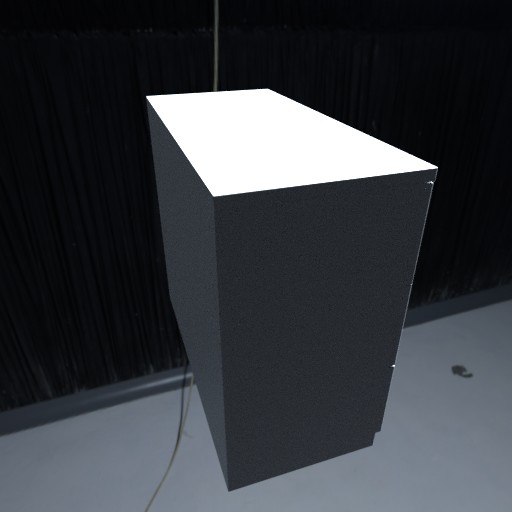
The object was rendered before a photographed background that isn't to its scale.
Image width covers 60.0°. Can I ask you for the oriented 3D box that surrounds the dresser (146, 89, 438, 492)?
[{"bbox_3d":[0.000,0.000,1.246,0.420,0.740,0.830,-10,31,-16],"label":"dresser"}]
